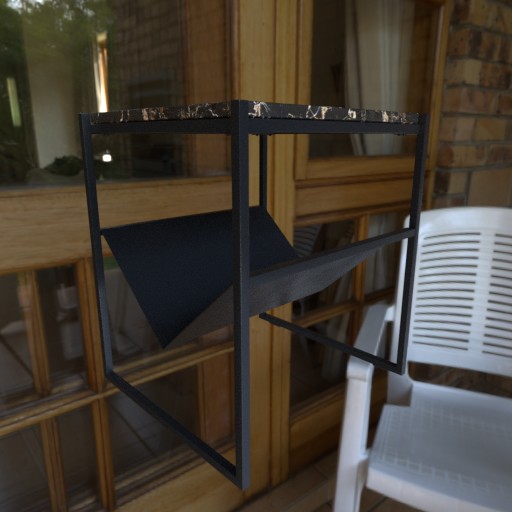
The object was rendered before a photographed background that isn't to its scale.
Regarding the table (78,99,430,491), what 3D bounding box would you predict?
[{"bbox_3d":[0.000,0.000,0.869,0.469,0.534,0.432,-14,21,-42],"label":"table"}]
